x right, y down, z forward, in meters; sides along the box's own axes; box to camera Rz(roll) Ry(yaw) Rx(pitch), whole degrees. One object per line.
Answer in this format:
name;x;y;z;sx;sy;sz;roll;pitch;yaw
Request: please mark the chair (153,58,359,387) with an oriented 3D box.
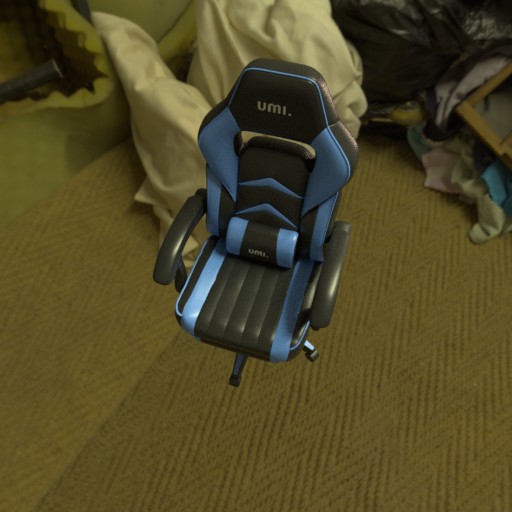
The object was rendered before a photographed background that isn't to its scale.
chair;0.000;0.000;1.740;0.700;1.280;0.700;14;59;9
